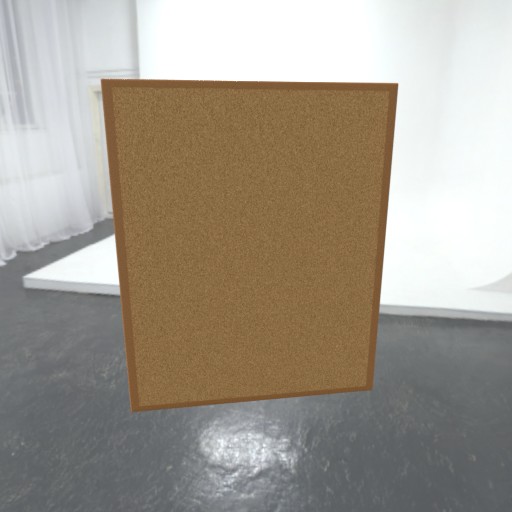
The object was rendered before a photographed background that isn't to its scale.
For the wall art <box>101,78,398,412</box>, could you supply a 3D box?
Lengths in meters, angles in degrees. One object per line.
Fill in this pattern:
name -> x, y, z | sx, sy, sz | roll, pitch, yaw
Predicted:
wall art -> 0.000, 0.000, 0.752 | 0.452, 0.553, 0.022 | -2, 16, -8
